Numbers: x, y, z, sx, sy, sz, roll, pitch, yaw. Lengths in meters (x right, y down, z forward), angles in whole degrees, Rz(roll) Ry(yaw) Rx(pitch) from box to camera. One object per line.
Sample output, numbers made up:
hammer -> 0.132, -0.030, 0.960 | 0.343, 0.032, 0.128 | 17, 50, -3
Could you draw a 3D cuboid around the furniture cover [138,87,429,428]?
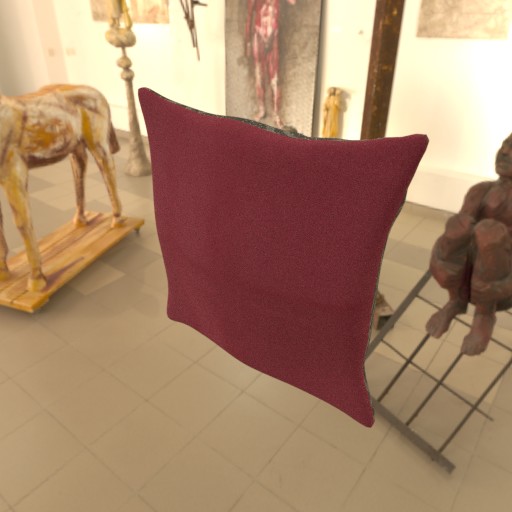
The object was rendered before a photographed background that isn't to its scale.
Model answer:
furniture cover -> 0.000, 0.000, 0.780 | 0.514, 0.513, 0.163 | 21, 36, 32
